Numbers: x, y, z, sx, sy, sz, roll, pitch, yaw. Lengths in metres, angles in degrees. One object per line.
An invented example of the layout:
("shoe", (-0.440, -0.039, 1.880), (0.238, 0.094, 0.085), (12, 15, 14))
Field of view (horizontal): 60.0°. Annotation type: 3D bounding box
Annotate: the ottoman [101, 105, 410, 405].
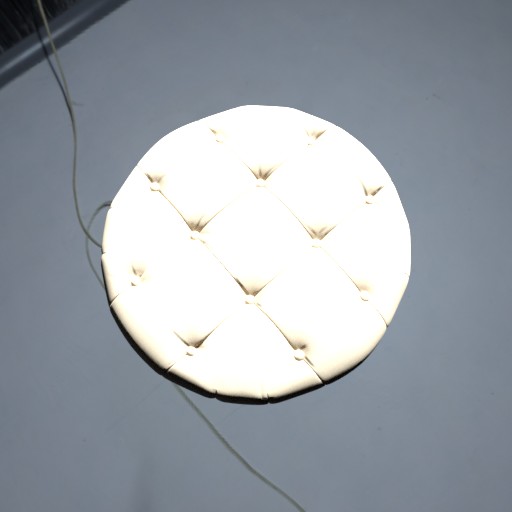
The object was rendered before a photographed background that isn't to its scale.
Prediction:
("ottoman", (0.000, 0.000, 1.428), (0.901, 0.439, 0.901), (0, 76, 0))
